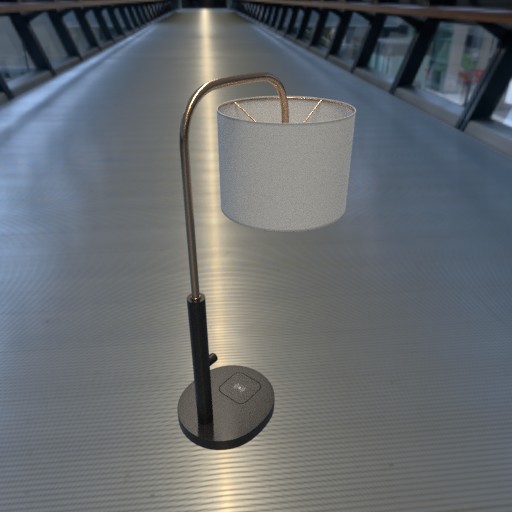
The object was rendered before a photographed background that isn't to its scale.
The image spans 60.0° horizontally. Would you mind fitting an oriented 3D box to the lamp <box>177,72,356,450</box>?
[{"bbox_3d":[0.000,0.000,0.700,0.199,0.540,0.337,21,36,33],"label":"lamp"}]
